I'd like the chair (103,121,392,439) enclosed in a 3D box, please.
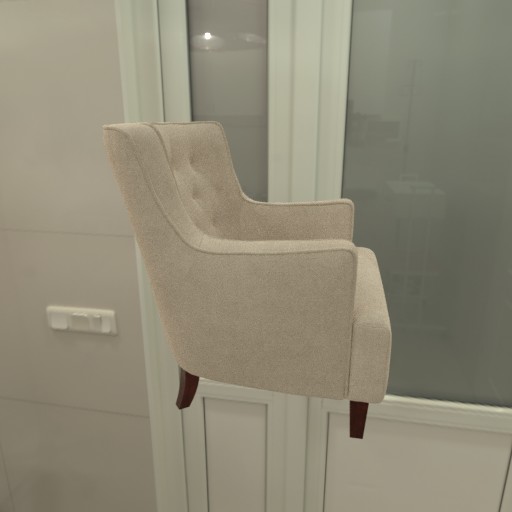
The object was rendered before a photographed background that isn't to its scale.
[{"bbox_3d":[0.000,0.000,1.589,0.910,0.920,0.781,3,18,11],"label":"chair"}]
